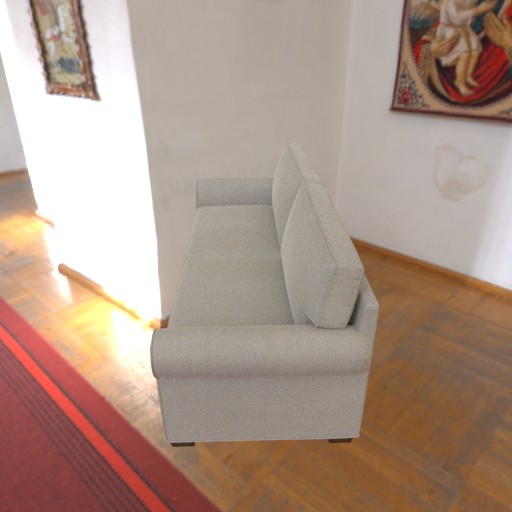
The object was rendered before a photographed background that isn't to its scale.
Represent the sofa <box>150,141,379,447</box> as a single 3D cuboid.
[{"bbox_3d":[0.000,0.000,2.697,0.901,0.962,2.146,-1,28,-1],"label":"sofa"}]
